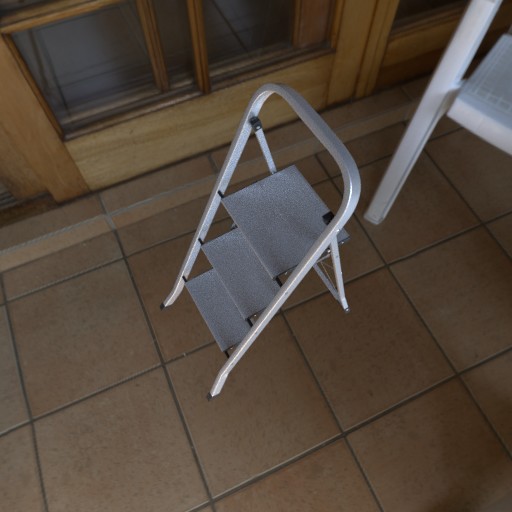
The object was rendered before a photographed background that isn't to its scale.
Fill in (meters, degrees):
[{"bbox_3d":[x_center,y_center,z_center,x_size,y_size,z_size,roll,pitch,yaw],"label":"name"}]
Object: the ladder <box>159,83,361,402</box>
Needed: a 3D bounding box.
[{"bbox_3d":[0.000,0.000,1.442,0.704,1.070,0.465,-28,66,-13],"label":"ladder"}]
